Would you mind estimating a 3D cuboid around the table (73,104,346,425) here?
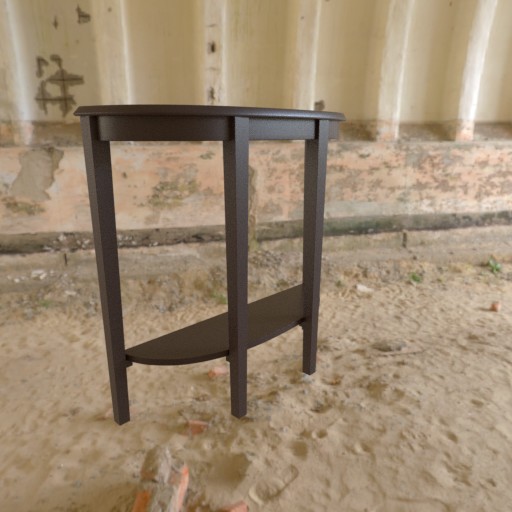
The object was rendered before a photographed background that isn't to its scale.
[{"bbox_3d":[0.000,0.000,1.334,0.274,0.831,0.909,15,21,42],"label":"table"}]
